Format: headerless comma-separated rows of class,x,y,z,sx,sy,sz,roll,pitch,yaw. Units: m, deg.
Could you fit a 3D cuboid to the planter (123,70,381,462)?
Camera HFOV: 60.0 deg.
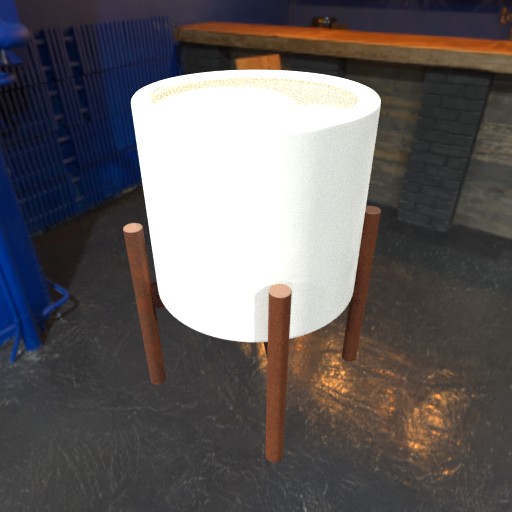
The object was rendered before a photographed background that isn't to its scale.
planter,0.000,0.000,0.502,0.224,0.358,0.224,21,38,30
